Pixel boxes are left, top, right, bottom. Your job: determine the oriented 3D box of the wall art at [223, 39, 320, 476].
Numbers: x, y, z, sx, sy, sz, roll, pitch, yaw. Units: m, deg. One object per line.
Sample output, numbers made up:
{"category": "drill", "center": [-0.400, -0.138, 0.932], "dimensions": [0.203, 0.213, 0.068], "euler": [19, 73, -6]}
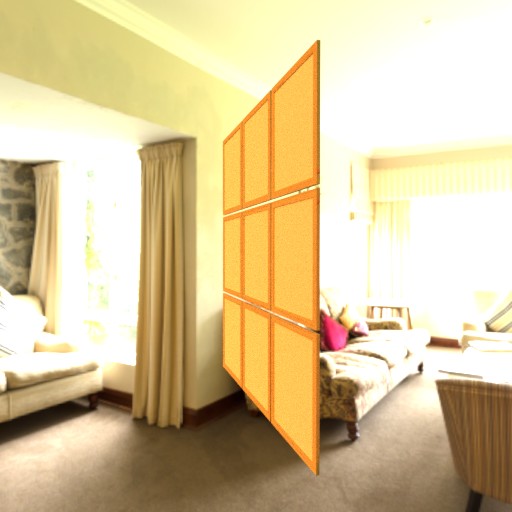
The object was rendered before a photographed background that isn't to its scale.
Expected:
{"category": "wall art", "center": [0.000, 0.000, 2.275], "dimensions": [0.013, 1.523, 1.517], "euler": [0, 1, -17]}
